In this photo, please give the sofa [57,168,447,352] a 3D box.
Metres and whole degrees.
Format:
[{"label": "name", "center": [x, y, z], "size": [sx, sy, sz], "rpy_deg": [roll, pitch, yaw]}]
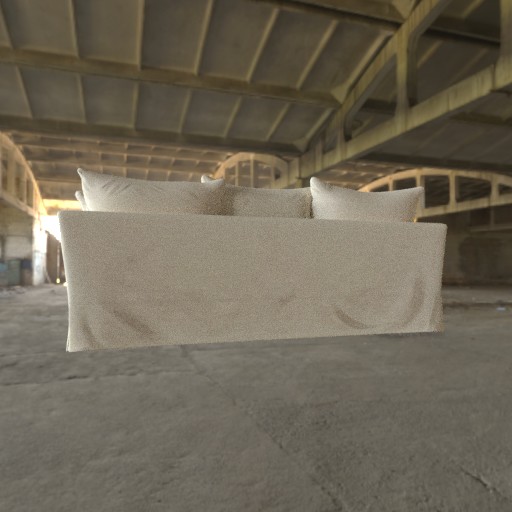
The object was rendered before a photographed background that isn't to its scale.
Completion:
[{"label": "sofa", "center": [0.000, 0.000, 3.138], "size": [2.484, 1.042, 1.030], "rpy_deg": [0, -1, -18]}]
